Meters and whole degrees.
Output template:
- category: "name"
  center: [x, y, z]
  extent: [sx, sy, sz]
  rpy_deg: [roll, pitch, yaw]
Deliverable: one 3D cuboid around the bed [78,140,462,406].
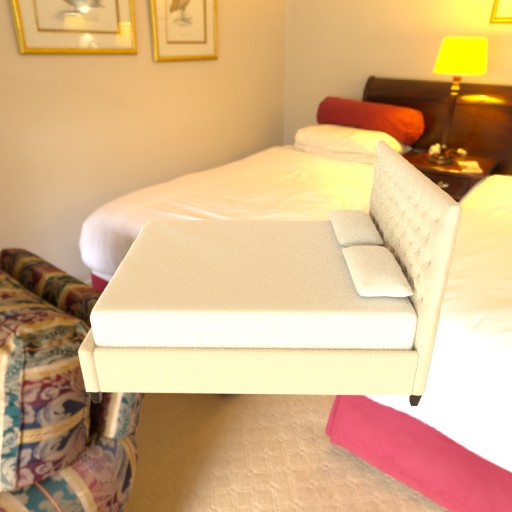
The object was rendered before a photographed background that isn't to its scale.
- category: "bed"
  center: [0.000, 0.000, 3.390]
  extent: [2.233, 1.426, 1.696]
  rpy_deg: [0, 26, 1]
